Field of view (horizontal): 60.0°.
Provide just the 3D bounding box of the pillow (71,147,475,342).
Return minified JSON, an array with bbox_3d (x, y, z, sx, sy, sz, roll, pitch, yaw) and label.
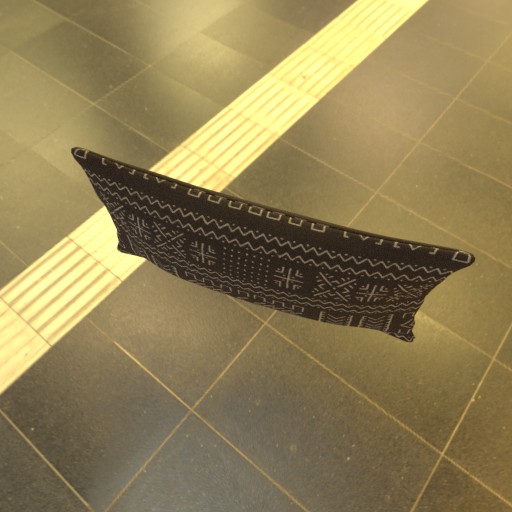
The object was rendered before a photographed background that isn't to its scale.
[{"bbox_3d":[0.000,0.000,0.811,0.667,0.322,0.135,16,60,10],"label":"pillow"}]
